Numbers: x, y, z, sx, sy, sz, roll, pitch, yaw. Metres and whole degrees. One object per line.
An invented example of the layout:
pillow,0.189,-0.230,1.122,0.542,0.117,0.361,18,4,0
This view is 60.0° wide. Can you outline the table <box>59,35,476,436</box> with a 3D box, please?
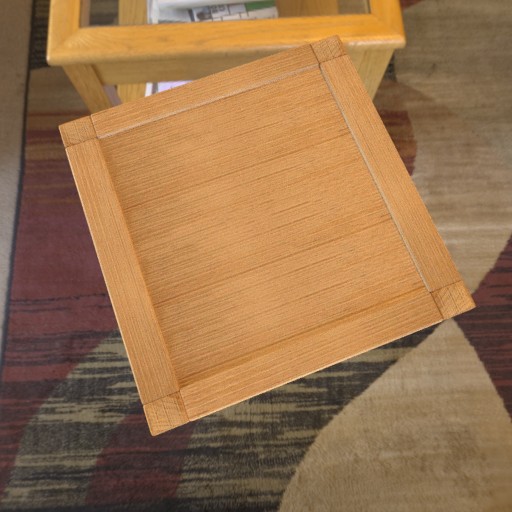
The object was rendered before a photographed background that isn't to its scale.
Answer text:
table,0.000,0.000,1.046,0.558,0.610,0.559,-20,76,-5
